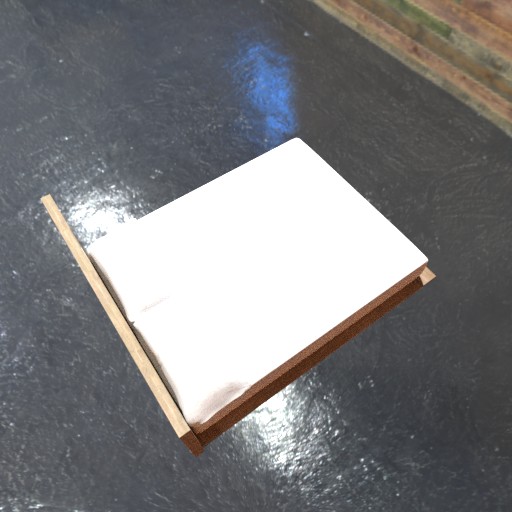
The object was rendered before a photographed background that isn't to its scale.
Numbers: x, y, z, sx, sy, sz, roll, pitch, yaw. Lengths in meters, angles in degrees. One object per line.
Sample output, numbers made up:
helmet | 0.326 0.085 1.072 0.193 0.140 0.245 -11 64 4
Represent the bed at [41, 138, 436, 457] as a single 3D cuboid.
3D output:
bed | 0.000 0.000 3.233 2.145 1.071 1.759 -31 63 -18
